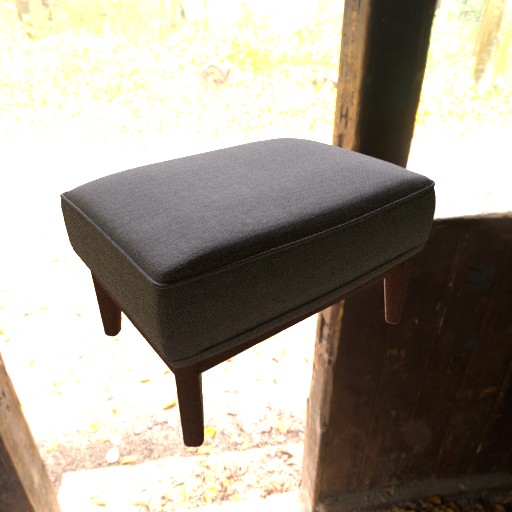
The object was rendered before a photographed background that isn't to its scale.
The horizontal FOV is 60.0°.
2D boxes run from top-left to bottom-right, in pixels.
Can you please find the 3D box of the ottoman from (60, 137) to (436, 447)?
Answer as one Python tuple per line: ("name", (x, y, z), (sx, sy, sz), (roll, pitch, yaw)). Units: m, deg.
("ottoman", (0.000, 0.000, 1.107), (0.750, 0.458, 0.555), (-21, 36, -32))
